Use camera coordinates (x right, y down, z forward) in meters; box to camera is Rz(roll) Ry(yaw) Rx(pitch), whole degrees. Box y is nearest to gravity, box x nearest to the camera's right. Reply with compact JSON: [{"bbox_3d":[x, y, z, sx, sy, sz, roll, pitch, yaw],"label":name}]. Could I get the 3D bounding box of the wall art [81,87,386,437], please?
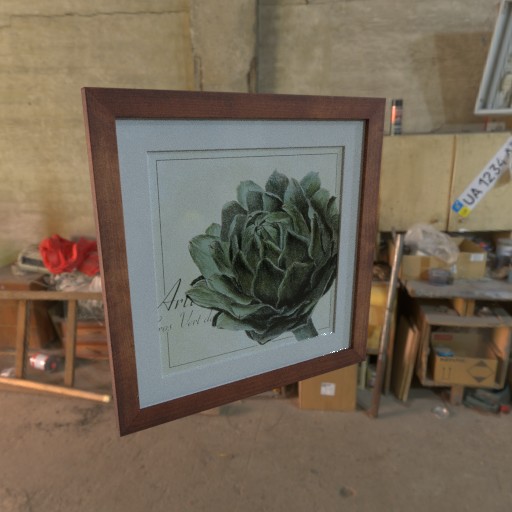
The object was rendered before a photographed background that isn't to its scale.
[{"bbox_3d":[0.000,0.000,0.831,0.554,0.572,0.037,-9,18,-27],"label":"wall art"}]
